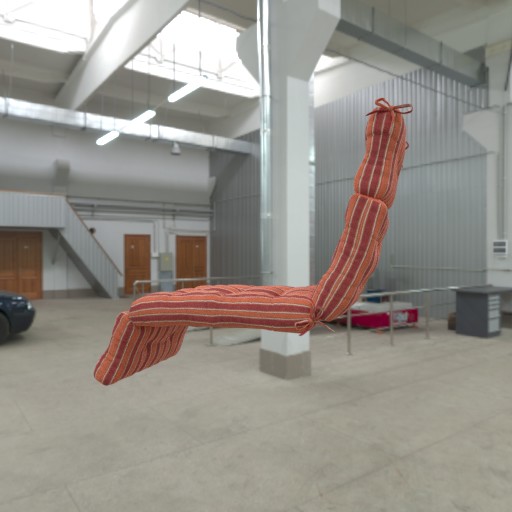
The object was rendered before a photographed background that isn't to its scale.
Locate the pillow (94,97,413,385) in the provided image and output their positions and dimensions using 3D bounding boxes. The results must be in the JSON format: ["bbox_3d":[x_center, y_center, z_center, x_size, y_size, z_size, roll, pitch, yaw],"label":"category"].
[{"bbox_3d":[0.000,0.000,1.543,1.016,0.863,0.526,0,0,18],"label":"pillow"}]
